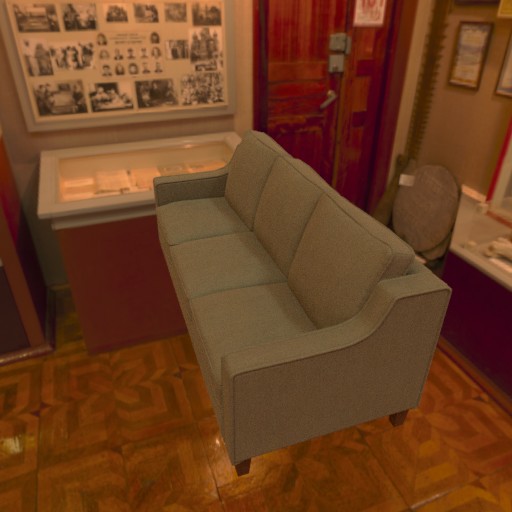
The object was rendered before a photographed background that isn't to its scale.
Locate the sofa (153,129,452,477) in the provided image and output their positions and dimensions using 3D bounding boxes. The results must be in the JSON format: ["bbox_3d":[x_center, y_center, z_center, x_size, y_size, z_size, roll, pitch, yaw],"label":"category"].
[{"bbox_3d":[0.000,0.000,2.534,0.911,0.974,1.986,-10,32,-16],"label":"sofa"}]
